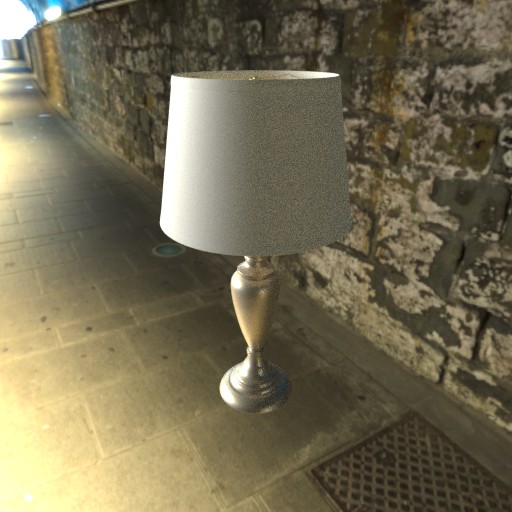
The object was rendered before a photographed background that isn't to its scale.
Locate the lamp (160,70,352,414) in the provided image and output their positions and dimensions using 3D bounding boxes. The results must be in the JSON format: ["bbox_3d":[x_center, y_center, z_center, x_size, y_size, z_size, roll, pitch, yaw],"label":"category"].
[{"bbox_3d":[0.000,0.000,0.805,0.328,0.612,0.328,0,25,0],"label":"lamp"}]
